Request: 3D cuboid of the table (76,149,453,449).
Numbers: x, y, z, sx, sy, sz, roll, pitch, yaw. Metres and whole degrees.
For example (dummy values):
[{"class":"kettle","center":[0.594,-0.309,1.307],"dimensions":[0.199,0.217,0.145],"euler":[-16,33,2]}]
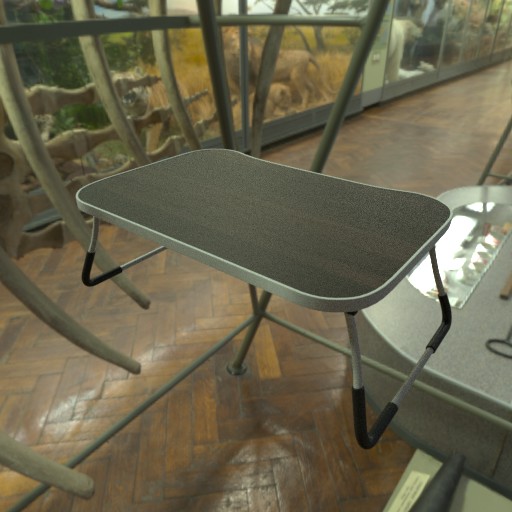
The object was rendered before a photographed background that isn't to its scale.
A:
[{"class":"table","center":[0.000,0.000,0.832],"dimensions":[0.660,0.232,0.400],"euler":[21,36,33]}]
